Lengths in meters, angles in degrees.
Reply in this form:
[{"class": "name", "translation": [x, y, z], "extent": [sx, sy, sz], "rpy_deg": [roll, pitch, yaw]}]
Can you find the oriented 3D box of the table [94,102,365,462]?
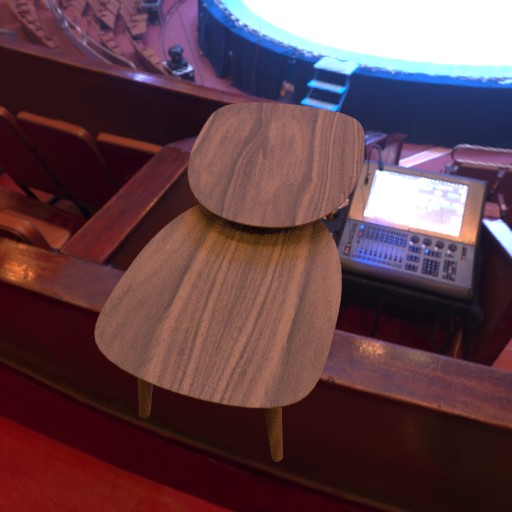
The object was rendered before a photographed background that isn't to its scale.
[{"class": "table", "translation": [0.000, 0.000, 1.339], "extent": [0.527, 0.429, 1.084], "rpy_deg": [11, 47, 10]}]
